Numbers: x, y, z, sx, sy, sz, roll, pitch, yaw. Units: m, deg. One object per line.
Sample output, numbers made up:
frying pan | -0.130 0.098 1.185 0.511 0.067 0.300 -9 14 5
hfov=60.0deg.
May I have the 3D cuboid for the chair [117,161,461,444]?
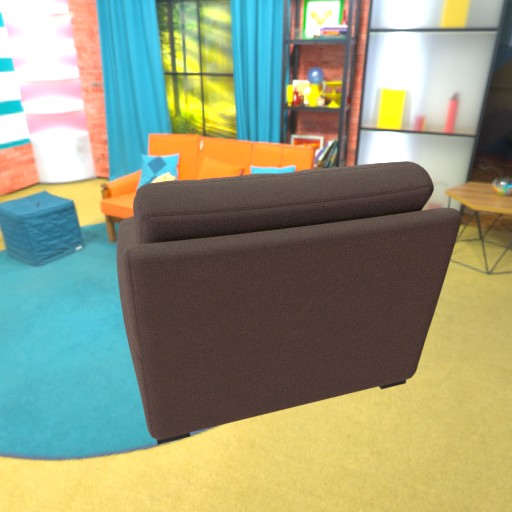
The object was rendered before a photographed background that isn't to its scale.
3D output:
chair | 0.000 0.000 1.945 1.168 0.940 1.143 -8 27 -16
